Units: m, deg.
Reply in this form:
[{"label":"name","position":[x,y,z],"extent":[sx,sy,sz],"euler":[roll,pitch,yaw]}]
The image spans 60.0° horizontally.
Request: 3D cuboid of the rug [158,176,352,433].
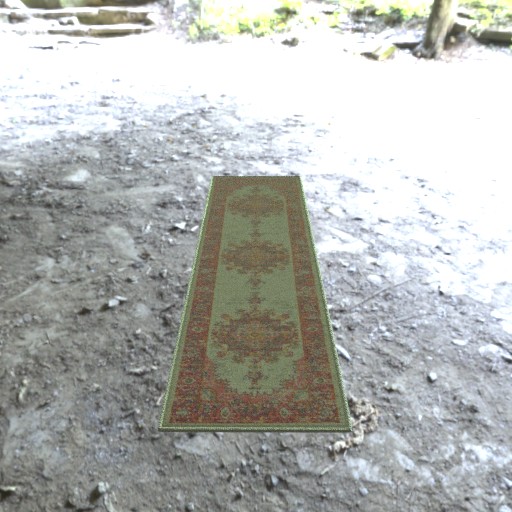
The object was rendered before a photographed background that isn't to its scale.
[{"label":"rug","position":[0.000,0.000,2.025],"extent":[0.562,0.009,1.824],"euler":[0,33,0]}]
